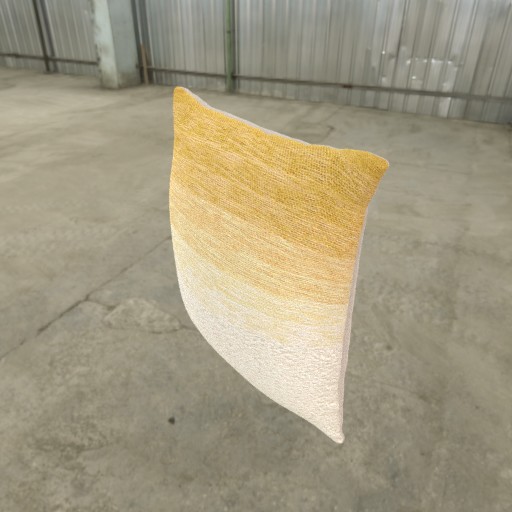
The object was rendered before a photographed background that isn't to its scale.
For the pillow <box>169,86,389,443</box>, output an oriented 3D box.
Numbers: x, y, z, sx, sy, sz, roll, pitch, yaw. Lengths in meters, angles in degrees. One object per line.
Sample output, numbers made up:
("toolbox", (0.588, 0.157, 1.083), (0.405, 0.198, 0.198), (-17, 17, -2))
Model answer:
("pillow", (0.000, 0.000, 0.709), (0.211, 0.450, 0.450), (-21, 37, -30))
